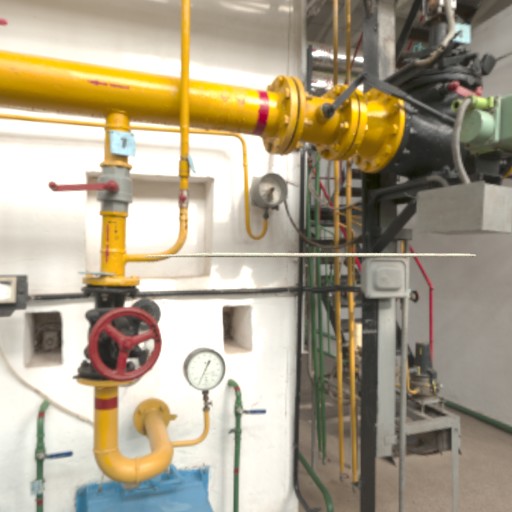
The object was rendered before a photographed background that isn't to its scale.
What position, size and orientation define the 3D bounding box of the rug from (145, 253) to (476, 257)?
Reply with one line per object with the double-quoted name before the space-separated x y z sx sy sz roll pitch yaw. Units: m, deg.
"rug" 0.000 0.000 1.451 0.604 0.007 1.219 0 0 -19
